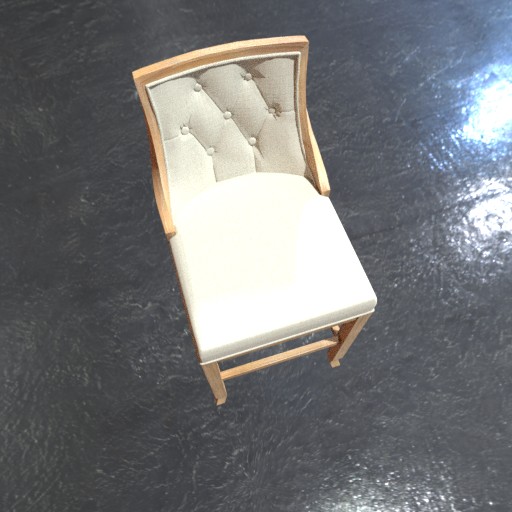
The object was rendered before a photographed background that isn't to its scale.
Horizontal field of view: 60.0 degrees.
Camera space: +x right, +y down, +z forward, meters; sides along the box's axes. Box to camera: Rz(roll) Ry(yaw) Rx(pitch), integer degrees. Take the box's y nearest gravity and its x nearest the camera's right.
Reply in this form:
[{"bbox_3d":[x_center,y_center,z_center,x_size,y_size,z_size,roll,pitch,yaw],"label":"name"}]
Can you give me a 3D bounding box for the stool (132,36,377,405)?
[{"bbox_3d":[0.000,0.000,1.435,0.524,1.101,0.626,-16,64,-8],"label":"stool"}]
